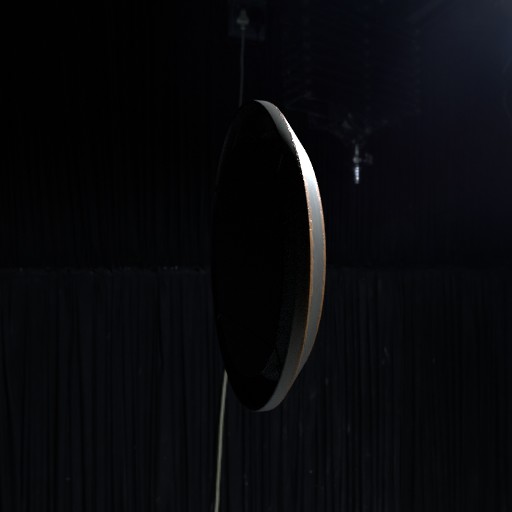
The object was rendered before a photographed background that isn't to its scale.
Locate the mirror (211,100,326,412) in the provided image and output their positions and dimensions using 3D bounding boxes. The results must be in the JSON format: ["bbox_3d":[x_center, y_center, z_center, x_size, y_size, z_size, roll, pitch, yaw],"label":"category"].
[{"bbox_3d":[0.000,0.000,1.375,0.111,0.907,0.907,0,2,-17],"label":"mirror"}]
